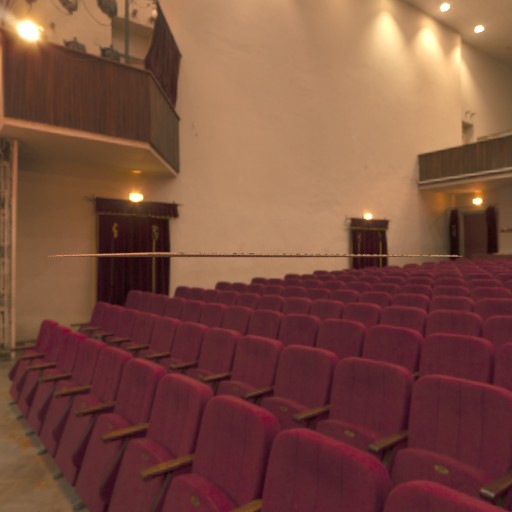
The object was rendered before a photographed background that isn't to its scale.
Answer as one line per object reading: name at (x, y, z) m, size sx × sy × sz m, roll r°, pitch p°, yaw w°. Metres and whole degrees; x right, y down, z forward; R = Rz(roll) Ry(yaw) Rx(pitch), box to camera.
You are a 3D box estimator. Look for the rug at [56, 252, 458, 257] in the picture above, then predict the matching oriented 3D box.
rug at (0.000, 0.000, 2.065) m, size 1.556 × 0.006 × 1.146 m, roll 0°, pitch -1°, yaw -37°
